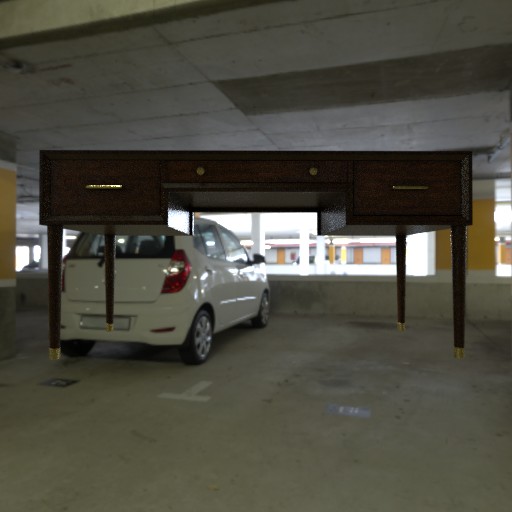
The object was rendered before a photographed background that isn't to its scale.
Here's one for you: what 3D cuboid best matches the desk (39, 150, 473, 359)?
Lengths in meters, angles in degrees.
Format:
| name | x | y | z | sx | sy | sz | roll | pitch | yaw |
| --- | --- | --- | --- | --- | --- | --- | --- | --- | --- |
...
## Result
| name | x | y | z | sx | sy | sz | roll | pitch | yaw |
| --- | --- | --- | --- | --- | --- | --- | --- | --- | --- |
| desk | 0.000 | 0.000 | 1.956 | 1.575 | 0.762 | 0.724 | 0 | -1 | -1 |
